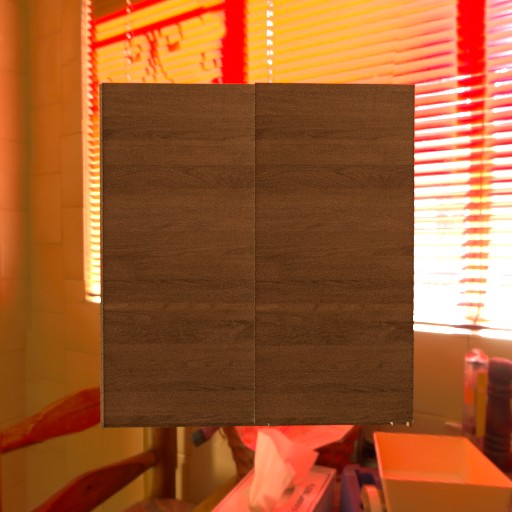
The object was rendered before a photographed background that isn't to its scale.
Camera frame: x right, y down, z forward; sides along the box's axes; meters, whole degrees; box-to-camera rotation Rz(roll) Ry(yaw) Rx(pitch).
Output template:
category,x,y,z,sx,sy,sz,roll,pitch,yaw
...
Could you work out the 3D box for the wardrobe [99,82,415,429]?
category,x,y,z,sx,sy,sz,roll,pitch,yaw
wardrobe,0.000,0.000,2.801,1.780,1.960,0.629,0,1,-2
